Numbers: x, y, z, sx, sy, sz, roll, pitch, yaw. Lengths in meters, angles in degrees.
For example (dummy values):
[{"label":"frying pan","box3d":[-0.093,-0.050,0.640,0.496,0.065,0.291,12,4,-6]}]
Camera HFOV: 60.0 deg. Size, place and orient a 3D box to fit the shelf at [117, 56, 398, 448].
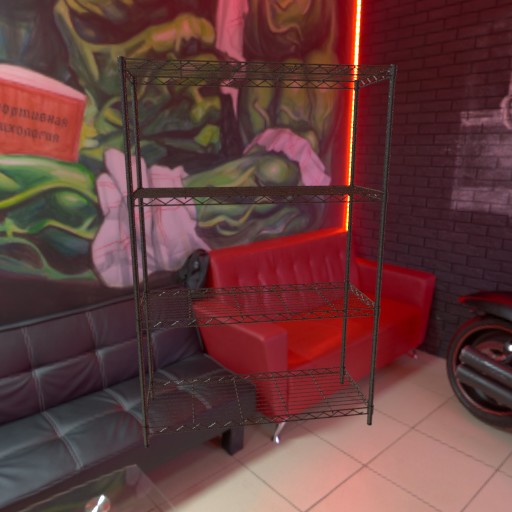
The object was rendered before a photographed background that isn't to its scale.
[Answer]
[{"label":"shelf","box3d":[0.000,0.000,1.733,0.907,1.361,0.352,-2,14,-9]}]
